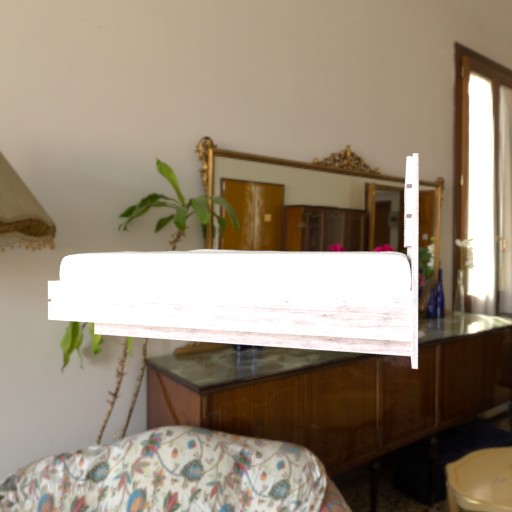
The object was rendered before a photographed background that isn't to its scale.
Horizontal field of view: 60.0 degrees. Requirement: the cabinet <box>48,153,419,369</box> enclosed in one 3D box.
[{"bbox_3d":[0.000,0.000,3.112,2.080,0.970,1.750,0,1,18],"label":"cabinet"}]
